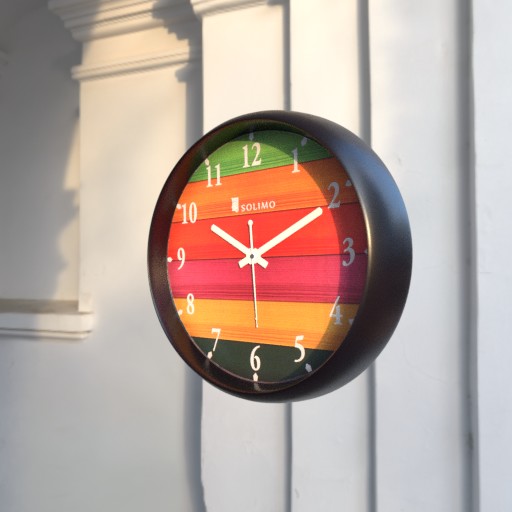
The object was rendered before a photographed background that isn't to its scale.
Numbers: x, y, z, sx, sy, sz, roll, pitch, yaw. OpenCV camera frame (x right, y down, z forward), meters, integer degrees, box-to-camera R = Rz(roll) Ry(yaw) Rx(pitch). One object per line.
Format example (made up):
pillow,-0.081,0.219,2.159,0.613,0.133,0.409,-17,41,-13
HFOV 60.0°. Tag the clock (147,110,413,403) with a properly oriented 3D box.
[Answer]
clock,0.000,0.000,0.452,0.300,0.300,0.060,-1,-2,36
